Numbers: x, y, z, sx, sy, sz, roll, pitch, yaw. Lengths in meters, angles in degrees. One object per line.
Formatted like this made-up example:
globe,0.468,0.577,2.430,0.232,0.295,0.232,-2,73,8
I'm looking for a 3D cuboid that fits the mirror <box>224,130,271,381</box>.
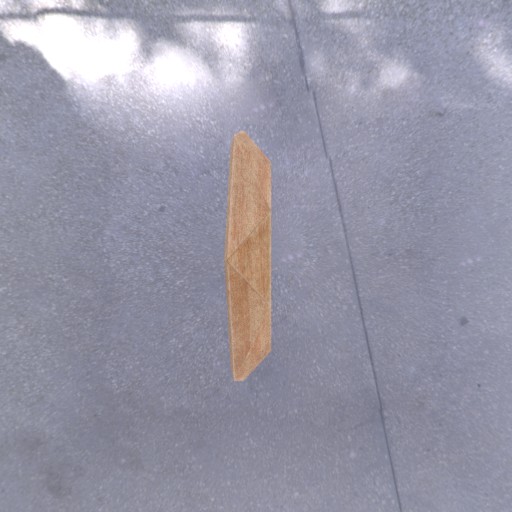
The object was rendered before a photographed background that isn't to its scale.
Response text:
mirror,0.000,0.000,1.022,0.070,0.774,0.577,0,91,2
